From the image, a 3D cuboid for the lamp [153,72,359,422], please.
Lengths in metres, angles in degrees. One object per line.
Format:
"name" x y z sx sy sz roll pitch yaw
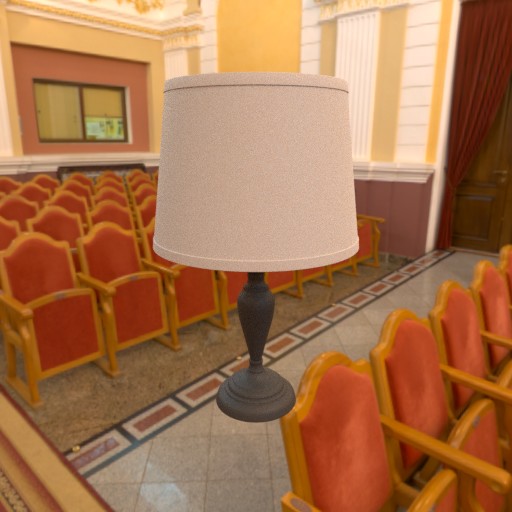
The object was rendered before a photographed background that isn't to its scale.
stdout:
"lamp" 0.000 0.000 0.689 0.310 0.501 0.310 0 15 0
